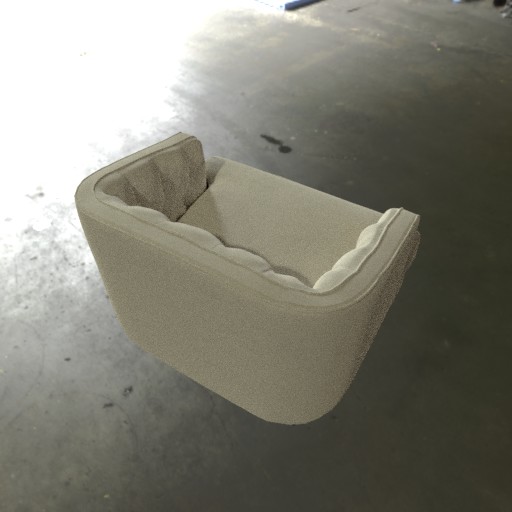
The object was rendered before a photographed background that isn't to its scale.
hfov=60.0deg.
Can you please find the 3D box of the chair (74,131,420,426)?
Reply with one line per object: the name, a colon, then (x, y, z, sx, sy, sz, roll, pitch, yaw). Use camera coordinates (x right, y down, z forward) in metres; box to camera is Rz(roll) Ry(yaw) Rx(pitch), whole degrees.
chair: (0.000, 0.000, 1.801, 1.104, 0.852, 0.941, 24, 51, 21)
